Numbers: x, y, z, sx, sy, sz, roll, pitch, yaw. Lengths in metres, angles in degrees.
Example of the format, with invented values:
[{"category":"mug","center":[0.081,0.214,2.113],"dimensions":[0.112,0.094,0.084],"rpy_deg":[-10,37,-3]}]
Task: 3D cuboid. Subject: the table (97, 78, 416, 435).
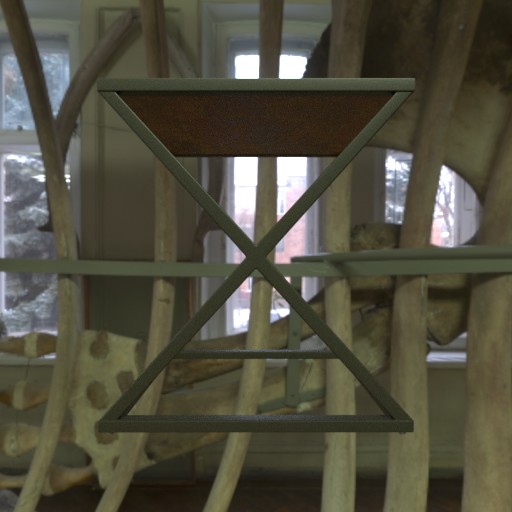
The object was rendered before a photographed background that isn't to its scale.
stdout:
[{"category":"table","center":[0.000,0.000,0.947],"dimensions":[0.500,0.565,0.500],"rpy_deg":[0,1,0]}]
